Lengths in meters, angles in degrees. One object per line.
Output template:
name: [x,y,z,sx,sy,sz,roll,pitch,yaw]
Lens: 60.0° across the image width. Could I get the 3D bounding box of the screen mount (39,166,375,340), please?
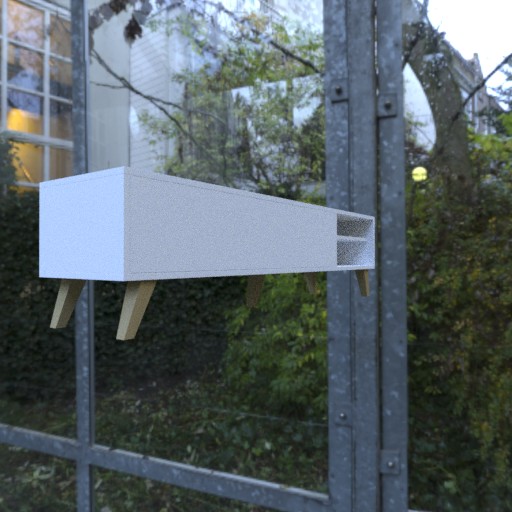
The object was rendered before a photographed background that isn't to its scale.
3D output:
screen mount: [0.000,0.000,1.868,0.399,0.432,1.644,0,0,36]
